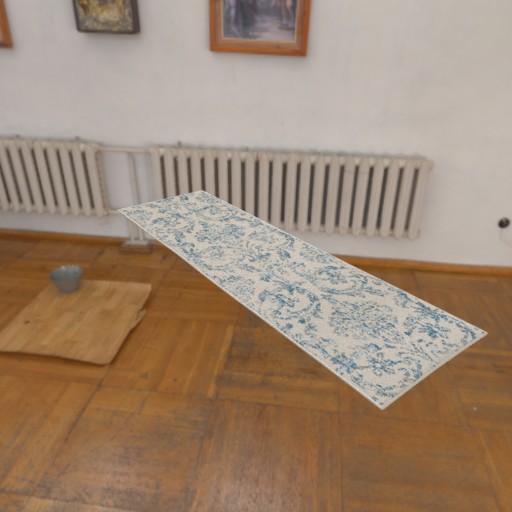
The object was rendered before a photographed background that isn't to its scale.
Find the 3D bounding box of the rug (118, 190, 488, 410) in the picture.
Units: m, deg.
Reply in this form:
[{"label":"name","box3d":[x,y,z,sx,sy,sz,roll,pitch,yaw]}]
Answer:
[{"label":"rug","box3d":[0.000,0.000,2.371,0.662,0.011,2.196,-19,33,-33]}]
